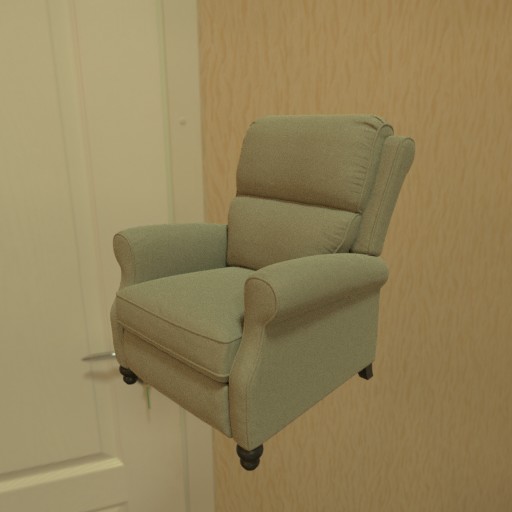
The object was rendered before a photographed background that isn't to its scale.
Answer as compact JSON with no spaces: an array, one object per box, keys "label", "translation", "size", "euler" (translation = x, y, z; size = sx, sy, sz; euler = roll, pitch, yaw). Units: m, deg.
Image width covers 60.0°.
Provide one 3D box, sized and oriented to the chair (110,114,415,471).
[{"label":"chair","translation":[0.000,0.000,1.711],"size":[0.859,1.046,0.919],"euler":[15,23,41]}]
